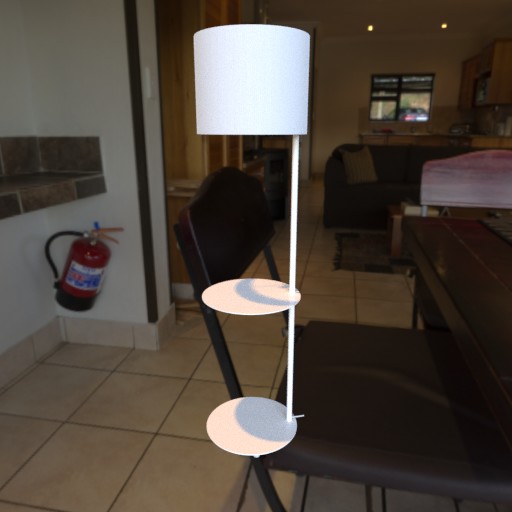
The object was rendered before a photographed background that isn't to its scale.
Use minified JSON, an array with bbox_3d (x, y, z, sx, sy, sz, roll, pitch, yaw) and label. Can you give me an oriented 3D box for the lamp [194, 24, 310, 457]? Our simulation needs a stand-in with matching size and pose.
[{"bbox_3d":[0.000,0.000,1.631,0.405,1.465,0.372,-2,16,-7],"label":"lamp"}]
